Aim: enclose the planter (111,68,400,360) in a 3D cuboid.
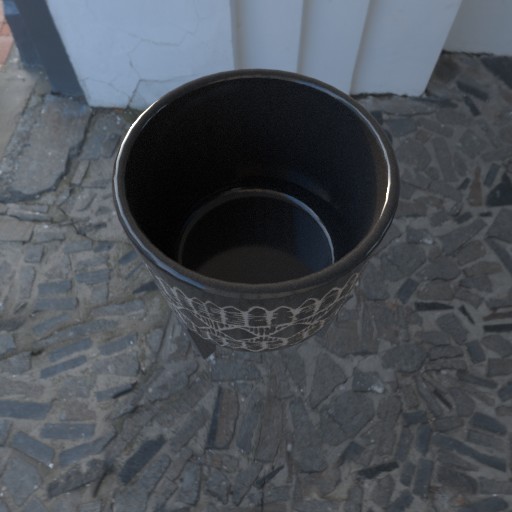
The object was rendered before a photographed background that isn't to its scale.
[{"bbox_3d":[0.000,0.000,0.417,0.196,0.264,0.196,17,63,9],"label":"planter"}]
